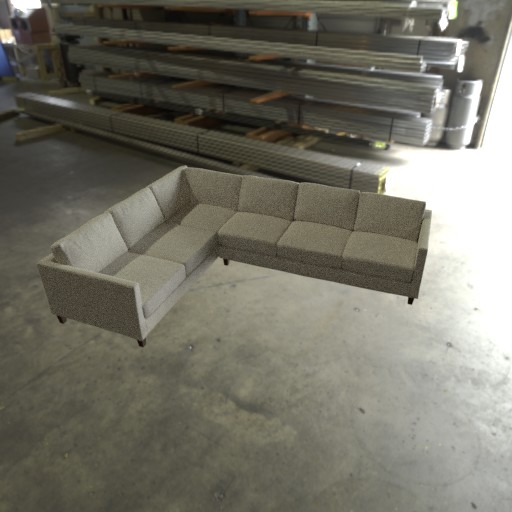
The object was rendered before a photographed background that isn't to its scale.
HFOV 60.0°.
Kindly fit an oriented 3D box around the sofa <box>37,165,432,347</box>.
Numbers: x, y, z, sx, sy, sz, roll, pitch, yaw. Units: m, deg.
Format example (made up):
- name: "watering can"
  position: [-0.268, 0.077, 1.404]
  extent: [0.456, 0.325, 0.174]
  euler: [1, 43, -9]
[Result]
- name: "sofa"
  position: [0.000, 0.000, 4.452]
  extent: [3.182, 0.863, 2.432]
  euler: [11, 33, 18]
